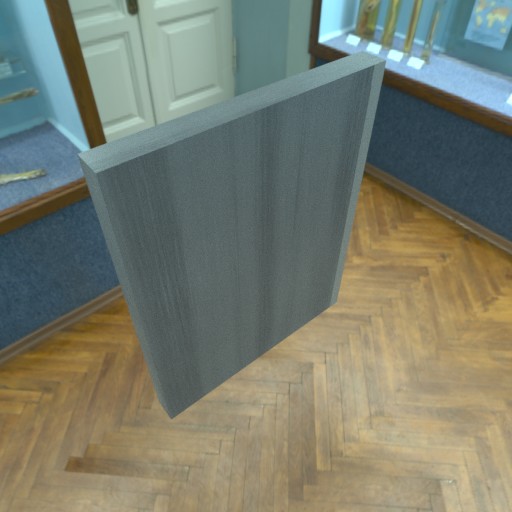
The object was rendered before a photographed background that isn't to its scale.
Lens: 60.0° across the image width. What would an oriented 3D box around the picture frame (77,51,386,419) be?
[{"bbox_3d":[0.000,0.000,0.751,0.449,0.555,0.046,-30,52,-26],"label":"picture frame"}]
